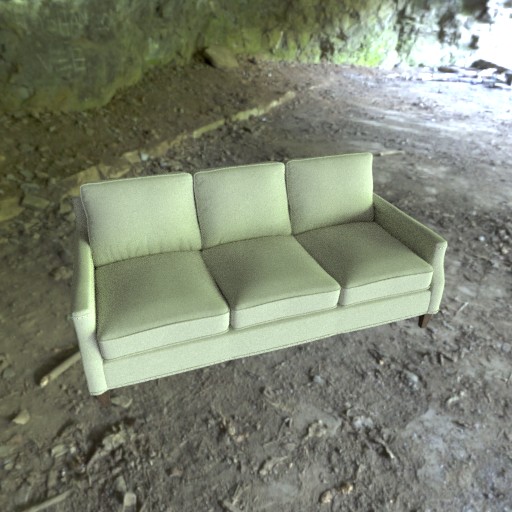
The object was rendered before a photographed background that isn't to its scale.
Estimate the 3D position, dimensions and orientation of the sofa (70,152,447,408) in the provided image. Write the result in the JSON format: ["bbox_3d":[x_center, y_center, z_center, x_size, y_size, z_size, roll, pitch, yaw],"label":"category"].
[{"bbox_3d":[0.000,0.000,2.907,2.246,1.003,1.084,-10,32,-16],"label":"sofa"}]
